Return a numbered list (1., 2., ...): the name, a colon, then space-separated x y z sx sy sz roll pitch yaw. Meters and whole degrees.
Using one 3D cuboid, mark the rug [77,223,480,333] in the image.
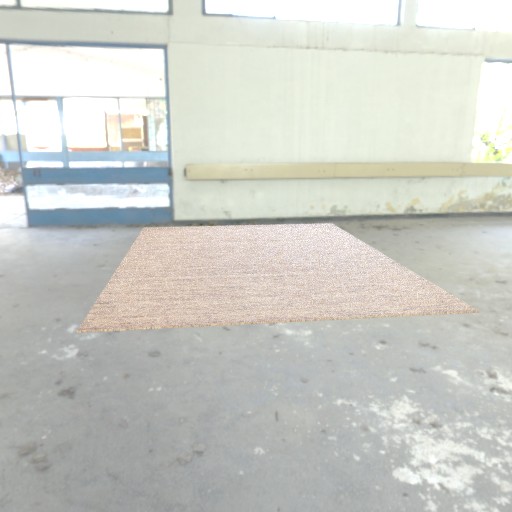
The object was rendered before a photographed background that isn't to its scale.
1. rug: 0.000 0.000 4.187 2.448 0.013 3.205 -2 14 -7
